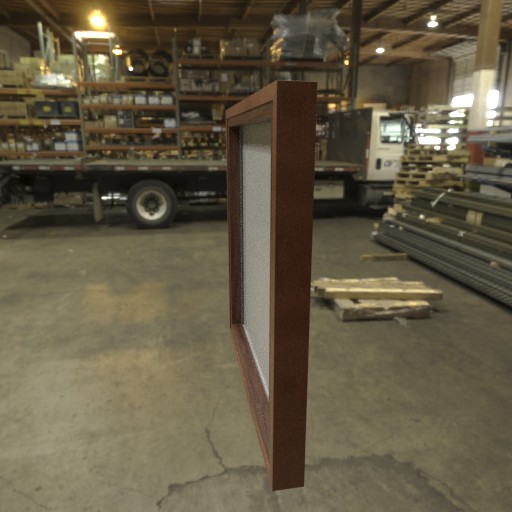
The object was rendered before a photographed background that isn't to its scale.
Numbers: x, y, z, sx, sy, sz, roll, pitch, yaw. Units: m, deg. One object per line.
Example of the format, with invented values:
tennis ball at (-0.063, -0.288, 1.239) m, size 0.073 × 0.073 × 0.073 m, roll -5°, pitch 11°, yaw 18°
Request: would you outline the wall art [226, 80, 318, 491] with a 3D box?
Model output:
wall art at (0.000, 0.000, 0.607) m, size 0.035 × 0.403 × 0.403 m, roll -2°, pitch 15°, yaw -9°
